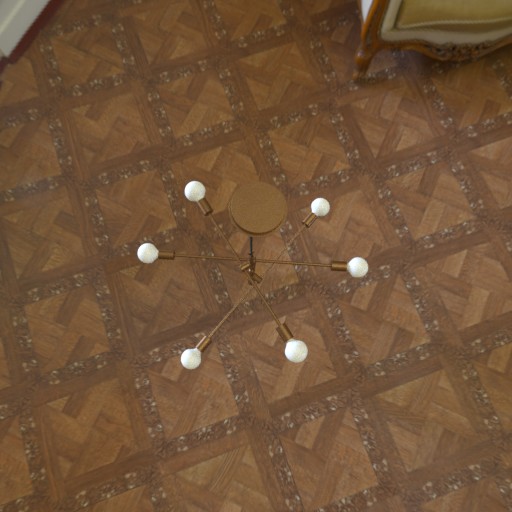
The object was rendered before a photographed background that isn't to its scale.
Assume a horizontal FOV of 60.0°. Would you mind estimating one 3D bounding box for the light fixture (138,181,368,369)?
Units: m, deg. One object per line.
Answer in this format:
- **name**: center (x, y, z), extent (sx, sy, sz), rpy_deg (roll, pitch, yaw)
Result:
- **light fixture**: center (0.000, 0.000, 1.264), extent (0.682, 0.744, 0.637), rpy_deg (-21, 76, -5)
